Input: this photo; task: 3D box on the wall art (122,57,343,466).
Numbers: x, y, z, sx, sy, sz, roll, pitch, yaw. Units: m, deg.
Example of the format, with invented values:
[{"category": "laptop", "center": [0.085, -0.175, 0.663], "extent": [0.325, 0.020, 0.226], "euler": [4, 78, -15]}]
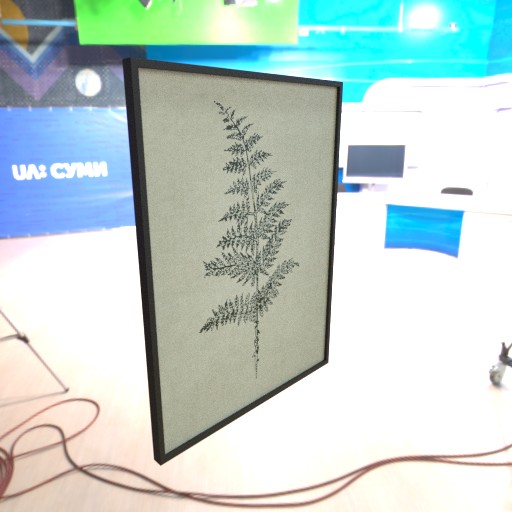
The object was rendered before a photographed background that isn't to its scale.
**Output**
[{"category": "wall art", "center": [0.000, 0.000, 1.392], "extent": [0.036, 1.070, 0.802], "euler": [16, 23, 43]}]
